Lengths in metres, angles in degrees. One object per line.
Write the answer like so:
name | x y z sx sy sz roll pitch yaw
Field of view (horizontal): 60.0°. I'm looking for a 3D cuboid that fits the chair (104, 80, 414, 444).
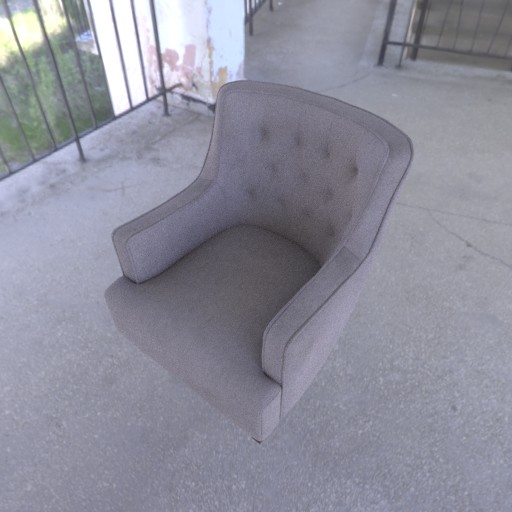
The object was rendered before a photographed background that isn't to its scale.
chair | 0.000 0.000 1.646 0.781 0.919 0.910 29 53 26
